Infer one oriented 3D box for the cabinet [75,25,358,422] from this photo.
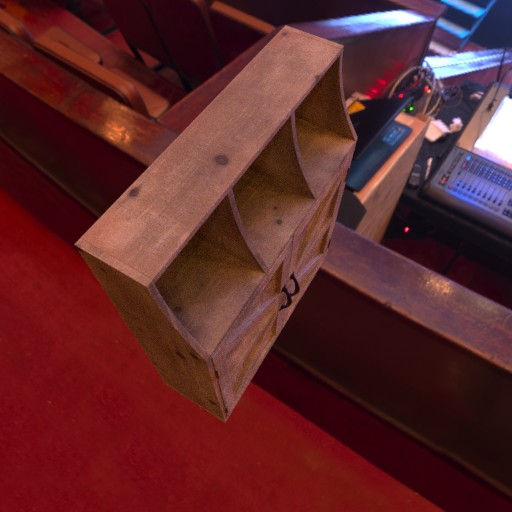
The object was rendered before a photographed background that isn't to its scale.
[{"bbox_3d":[0.000,0.000,0.835,0.184,0.590,0.489,27,63,15],"label":"cabinet"}]
